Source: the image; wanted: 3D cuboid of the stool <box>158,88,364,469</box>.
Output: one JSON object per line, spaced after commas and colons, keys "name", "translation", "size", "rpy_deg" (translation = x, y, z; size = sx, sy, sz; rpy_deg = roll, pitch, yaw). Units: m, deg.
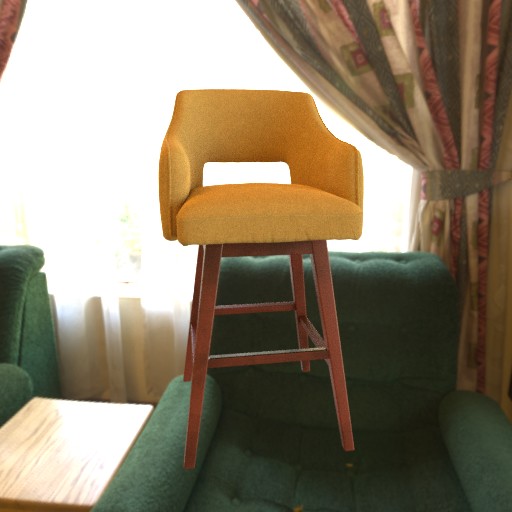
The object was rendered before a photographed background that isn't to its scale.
{"name": "stool", "translation": [0.000, 0.000, 1.345], "size": [0.548, 1.012, 0.558], "rpy_deg": [-2, 14, -9]}
